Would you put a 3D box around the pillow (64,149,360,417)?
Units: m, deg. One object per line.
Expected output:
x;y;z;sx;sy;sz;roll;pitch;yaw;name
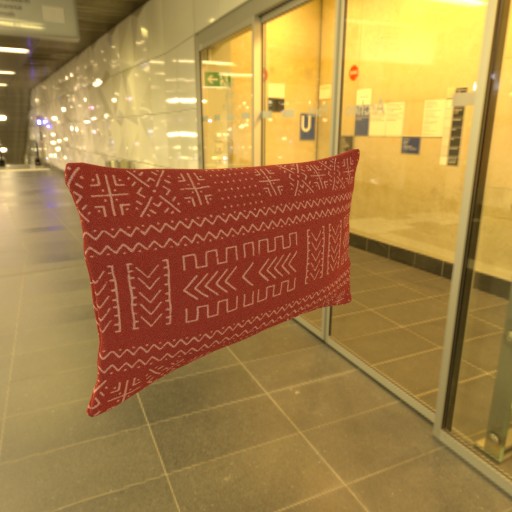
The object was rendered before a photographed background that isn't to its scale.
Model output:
0.000;0.000;0.783;0.640;0.352;0.130;-15;21;-42;pillow
